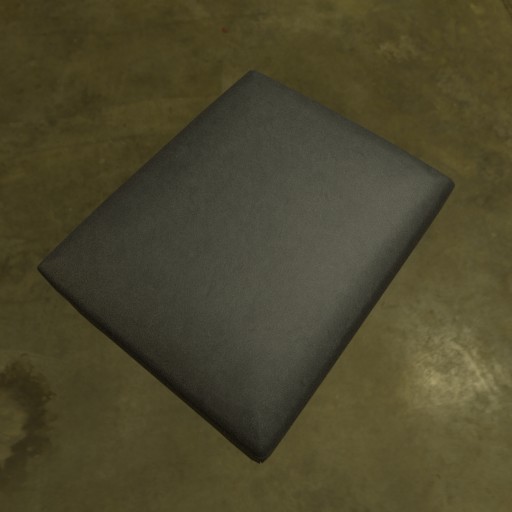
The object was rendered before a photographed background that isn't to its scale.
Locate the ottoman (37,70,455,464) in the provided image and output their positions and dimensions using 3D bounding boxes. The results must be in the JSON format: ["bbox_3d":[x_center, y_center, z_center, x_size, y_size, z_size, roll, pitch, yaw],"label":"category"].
[{"bbox_3d":[0.000,0.000,1.768,0.967,0.696,1.187,35,69,16],"label":"ottoman"}]
